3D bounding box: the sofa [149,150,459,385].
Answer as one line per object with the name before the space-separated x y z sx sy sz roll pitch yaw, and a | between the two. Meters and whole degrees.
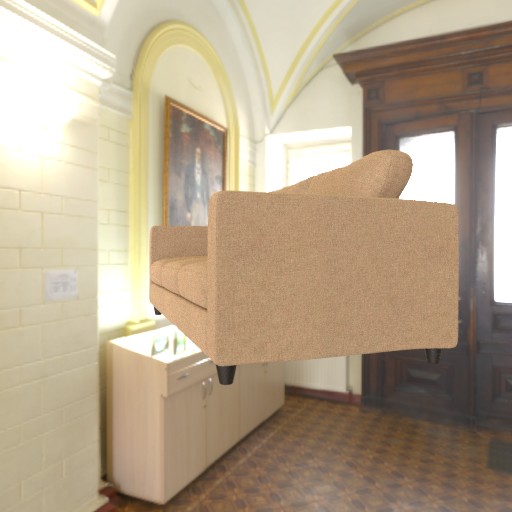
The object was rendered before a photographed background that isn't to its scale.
sofa | 0.000 0.000 2.335 0.930 0.800 1.855 0 0 -19
